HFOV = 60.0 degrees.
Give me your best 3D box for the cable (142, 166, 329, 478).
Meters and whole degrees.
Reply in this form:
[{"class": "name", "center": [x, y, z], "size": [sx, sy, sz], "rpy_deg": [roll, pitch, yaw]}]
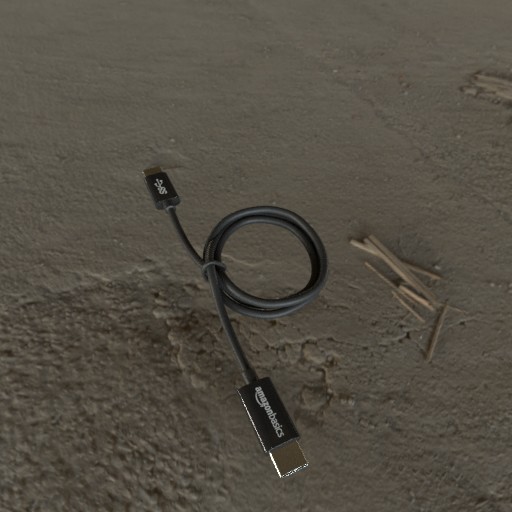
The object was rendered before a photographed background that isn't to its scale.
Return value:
[{"class": "cable", "center": [0.000, 0.000, 0.213], "size": [0.070, 0.014, 0.186], "rpy_deg": [-18, 50, -16]}]
